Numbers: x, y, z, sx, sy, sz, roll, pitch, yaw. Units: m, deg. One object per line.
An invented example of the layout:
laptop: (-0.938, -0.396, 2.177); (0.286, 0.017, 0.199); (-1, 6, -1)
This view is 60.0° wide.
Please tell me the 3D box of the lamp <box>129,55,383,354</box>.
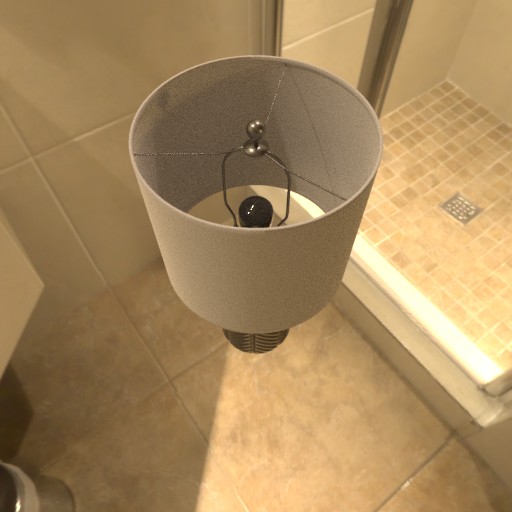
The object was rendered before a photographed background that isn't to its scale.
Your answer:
lamp: (0.000, 0.000, 0.514); (0.203, 0.389, 0.203); (14, 58, 9)
